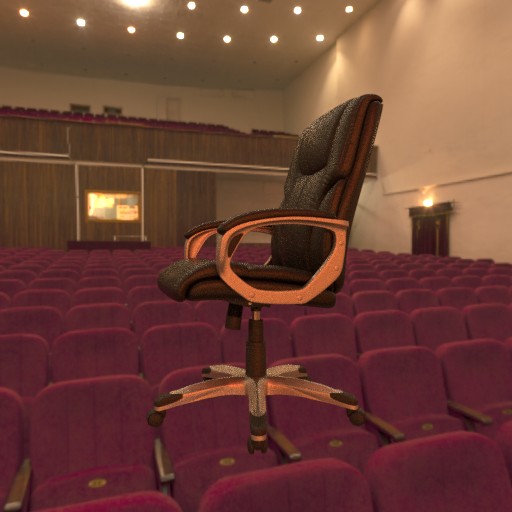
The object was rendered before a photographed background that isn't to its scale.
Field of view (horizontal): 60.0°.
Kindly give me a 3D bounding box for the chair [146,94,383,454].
[{"bbox_3d":[0.000,0.000,1.615,0.780,1.145,0.700,0,1,-19],"label":"chair"}]
